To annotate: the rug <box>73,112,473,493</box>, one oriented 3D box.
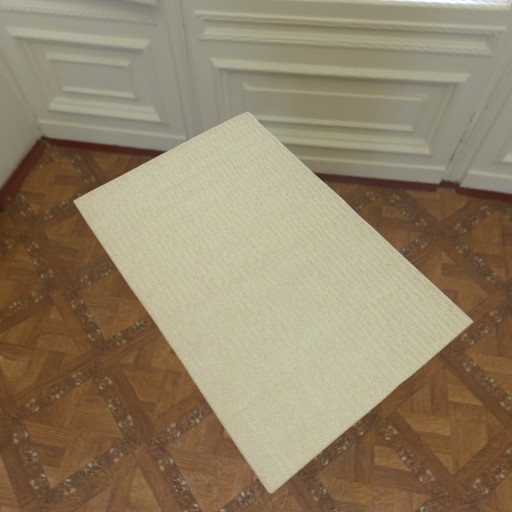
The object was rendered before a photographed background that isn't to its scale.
[{"bbox_3d":[0.000,0.000,2.324,1.238,0.014,1.848,-33,64,-18],"label":"rug"}]
